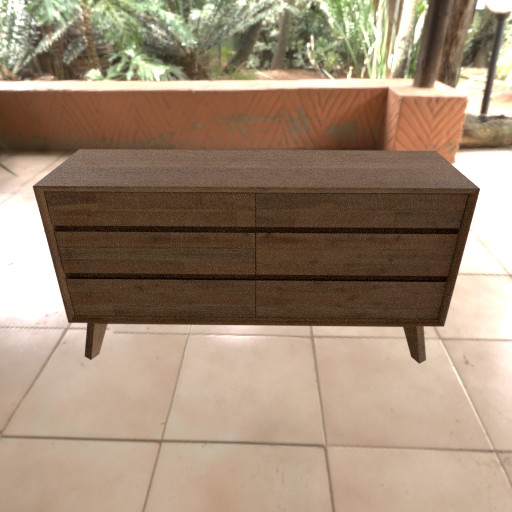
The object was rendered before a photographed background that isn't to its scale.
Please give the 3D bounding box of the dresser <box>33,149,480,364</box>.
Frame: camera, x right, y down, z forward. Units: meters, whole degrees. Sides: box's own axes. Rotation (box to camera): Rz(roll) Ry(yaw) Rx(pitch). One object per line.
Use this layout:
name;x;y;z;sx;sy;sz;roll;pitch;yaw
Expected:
dresser;0.000;0.000;1.932;1.554;0.805;0.455;0;30;1
